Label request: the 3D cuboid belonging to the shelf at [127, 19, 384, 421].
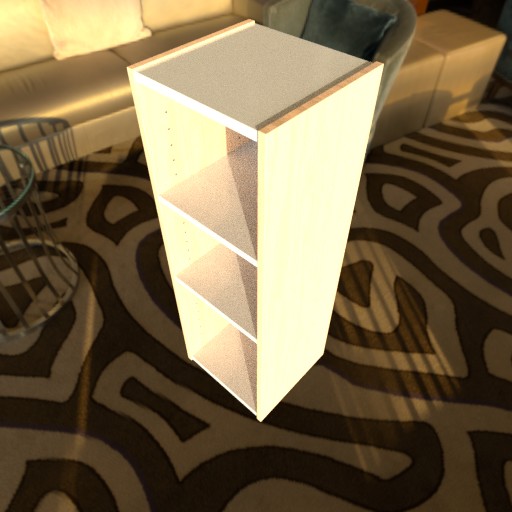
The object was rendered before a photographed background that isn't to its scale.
[{"bbox_3d":[0.000,0.000,1.045,0.300,0.900,0.290,34,55,28],"label":"shelf"}]
